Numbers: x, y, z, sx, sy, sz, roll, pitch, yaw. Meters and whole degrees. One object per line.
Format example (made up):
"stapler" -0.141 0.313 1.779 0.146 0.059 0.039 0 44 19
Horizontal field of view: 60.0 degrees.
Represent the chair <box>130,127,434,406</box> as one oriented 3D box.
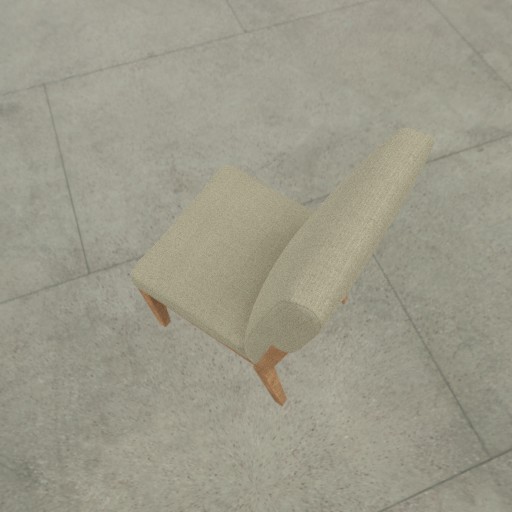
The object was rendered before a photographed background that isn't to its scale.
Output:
"chair" 0.000 0.000 1.275 0.586 0.911 0.507 30 67 15
